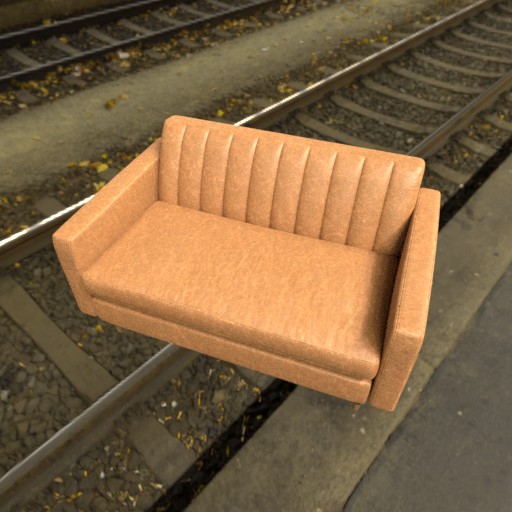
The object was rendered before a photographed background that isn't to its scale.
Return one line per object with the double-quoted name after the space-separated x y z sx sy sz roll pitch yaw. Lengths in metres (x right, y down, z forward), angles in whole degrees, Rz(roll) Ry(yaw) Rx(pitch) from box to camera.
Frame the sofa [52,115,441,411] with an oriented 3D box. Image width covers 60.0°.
0.000 0.000 2.128 1.549 0.820 0.960 14 45 15 "sofa"
